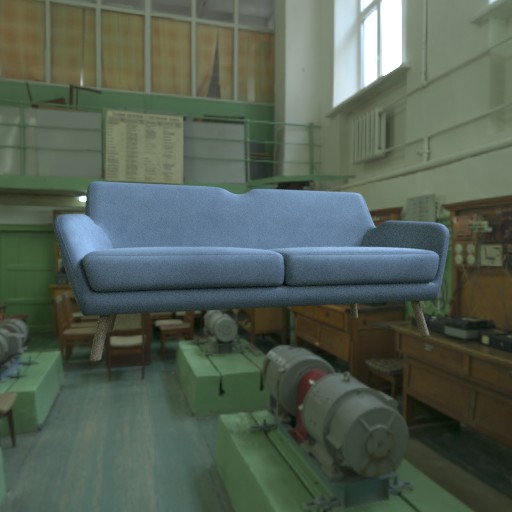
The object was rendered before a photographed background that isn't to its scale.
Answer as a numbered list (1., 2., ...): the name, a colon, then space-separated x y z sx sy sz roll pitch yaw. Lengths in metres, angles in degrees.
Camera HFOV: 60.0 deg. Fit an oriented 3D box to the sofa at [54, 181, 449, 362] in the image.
1. sofa: 0.000 0.000 2.328 1.870 0.810 0.850 0 1 -18
